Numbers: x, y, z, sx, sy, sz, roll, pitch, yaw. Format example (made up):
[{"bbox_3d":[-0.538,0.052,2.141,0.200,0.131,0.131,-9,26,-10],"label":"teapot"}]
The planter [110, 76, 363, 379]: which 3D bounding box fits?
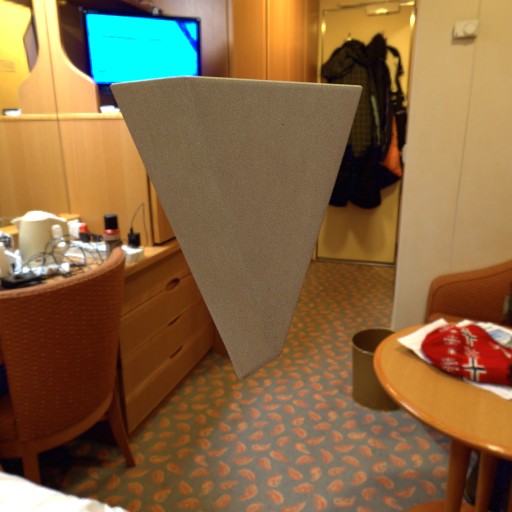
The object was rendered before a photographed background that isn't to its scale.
[{"bbox_3d":[0.000,0.000,0.275,0.150,0.197,0.060,-8,18,-27],"label":"planter"}]
